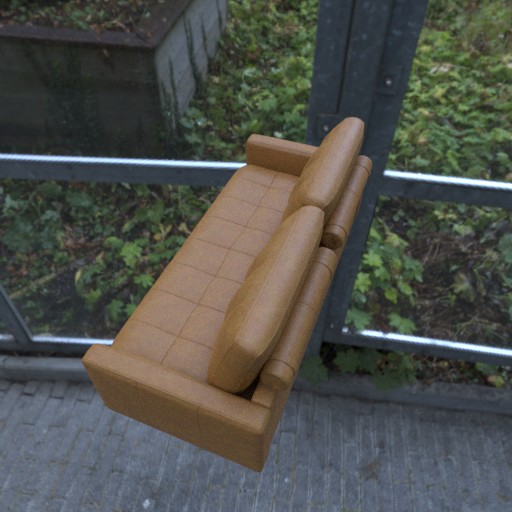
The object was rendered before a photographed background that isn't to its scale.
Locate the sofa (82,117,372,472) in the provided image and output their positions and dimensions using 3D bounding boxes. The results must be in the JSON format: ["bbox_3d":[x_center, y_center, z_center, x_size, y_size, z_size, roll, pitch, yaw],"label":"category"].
[{"bbox_3d":[0.000,0.000,2.303,0.850,0.898,1.821,16,49,15],"label":"sofa"}]
